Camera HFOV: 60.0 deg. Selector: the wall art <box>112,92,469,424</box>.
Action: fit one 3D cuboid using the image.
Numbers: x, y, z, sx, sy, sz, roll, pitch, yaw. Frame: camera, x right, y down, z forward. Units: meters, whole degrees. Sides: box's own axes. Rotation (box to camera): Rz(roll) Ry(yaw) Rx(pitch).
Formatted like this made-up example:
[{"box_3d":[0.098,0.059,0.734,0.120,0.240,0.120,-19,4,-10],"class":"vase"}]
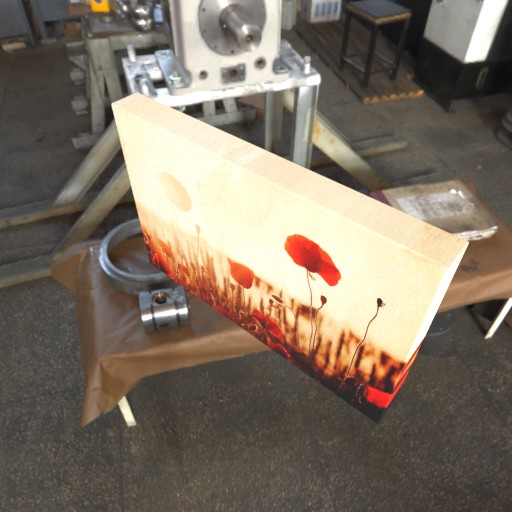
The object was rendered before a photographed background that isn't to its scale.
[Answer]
[{"box_3d":[0.000,0.000,0.494,0.383,0.251,0.037,31,53,27],"class":"wall art"}]
